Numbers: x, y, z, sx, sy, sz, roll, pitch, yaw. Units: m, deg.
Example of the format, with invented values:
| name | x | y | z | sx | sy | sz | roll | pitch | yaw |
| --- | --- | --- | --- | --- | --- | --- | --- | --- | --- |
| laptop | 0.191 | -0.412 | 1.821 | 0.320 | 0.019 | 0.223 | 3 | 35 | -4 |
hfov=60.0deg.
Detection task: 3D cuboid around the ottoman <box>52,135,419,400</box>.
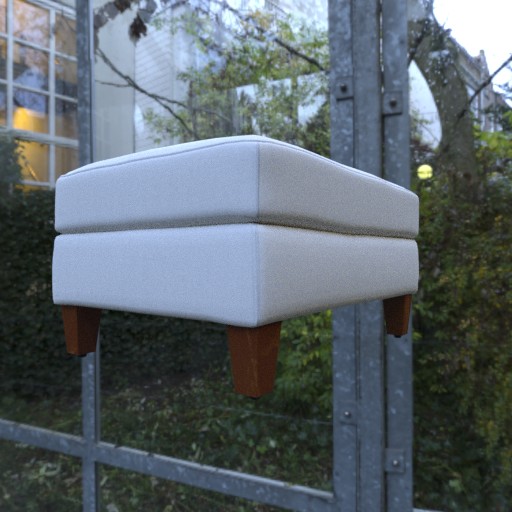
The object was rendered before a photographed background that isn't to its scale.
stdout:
| name | x | y | z | sx | sy | sz | roll | pitch | yaw |
| --- | --- | --- | --- | --- | --- | --- | --- | --- | --- |
| ottoman | 0.000 | 0.000 | 1.179 | 0.634 | 0.479 | 0.818 | 0 | 0 | 37 |
